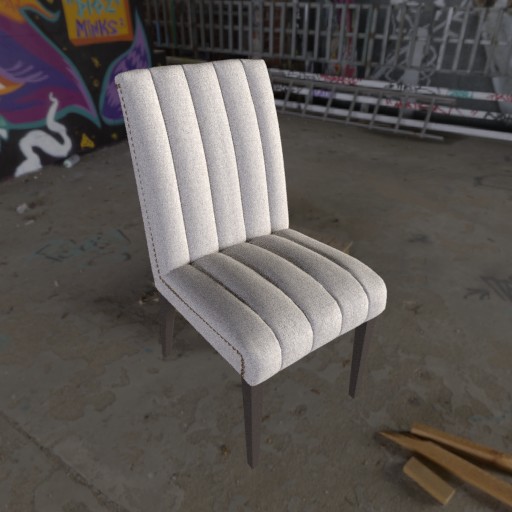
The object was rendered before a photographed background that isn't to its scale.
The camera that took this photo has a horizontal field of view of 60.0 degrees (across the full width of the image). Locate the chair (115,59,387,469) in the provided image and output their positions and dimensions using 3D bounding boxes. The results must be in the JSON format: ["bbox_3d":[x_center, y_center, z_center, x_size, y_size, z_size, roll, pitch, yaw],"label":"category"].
[{"bbox_3d":[0.000,0.000,1.338,0.511,1.016,0.647,-21,37,-31],"label":"chair"}]
